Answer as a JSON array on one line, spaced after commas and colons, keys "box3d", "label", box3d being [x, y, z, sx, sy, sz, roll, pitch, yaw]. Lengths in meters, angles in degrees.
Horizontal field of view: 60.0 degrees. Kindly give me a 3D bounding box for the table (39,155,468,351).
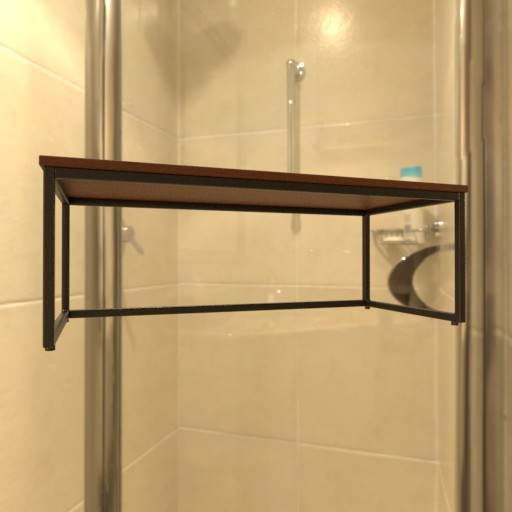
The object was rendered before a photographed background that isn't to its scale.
[{"box3d": [0.000, 0.000, 1.306, 1.100, 0.400, 0.500, 0, 0, -19], "label": "table"}]
